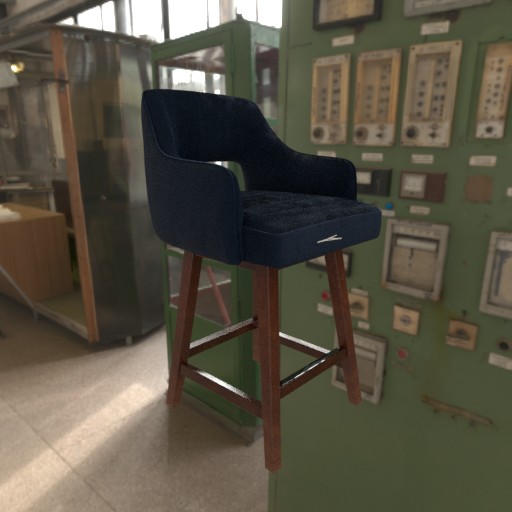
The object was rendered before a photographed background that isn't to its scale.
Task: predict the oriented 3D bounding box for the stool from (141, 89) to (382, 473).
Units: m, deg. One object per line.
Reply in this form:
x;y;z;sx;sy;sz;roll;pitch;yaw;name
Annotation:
0.000;0.000;1.288;0.560;0.940;0.550;13;19;41;stool
